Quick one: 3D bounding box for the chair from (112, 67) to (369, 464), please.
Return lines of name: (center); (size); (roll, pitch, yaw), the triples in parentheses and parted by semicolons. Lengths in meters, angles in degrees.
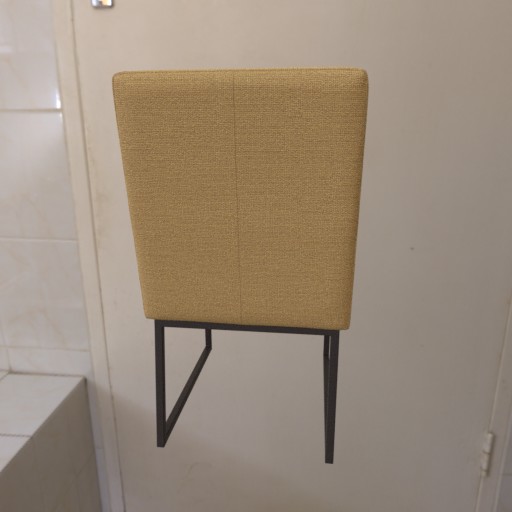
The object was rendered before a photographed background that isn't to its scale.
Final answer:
chair: (0.000, 0.000, 1.264); (0.520, 0.930, 0.634); (2, 16, 7)
